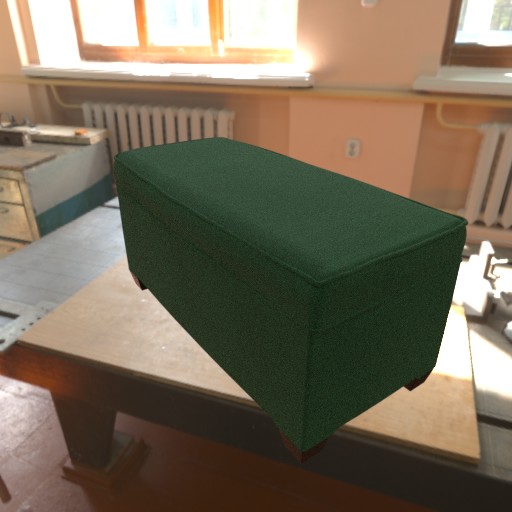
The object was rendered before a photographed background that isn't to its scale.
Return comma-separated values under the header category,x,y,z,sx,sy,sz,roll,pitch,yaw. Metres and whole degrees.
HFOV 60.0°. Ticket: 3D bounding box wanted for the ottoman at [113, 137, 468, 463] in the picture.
category,x,y,z,sx,sy,sz,roll,pitch,yaw
ottoman,0.000,0.000,1.230,0.483,0.471,0.957,-18,32,-31
